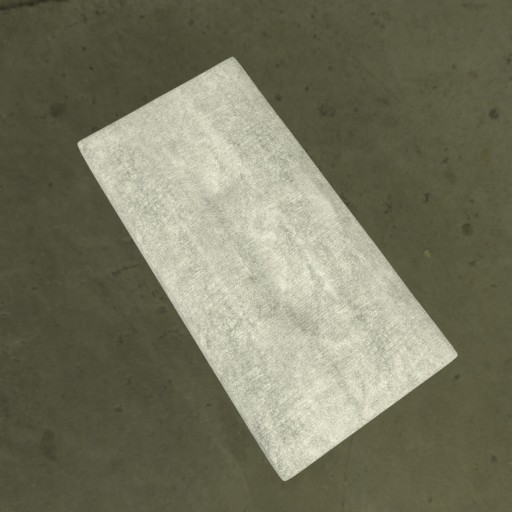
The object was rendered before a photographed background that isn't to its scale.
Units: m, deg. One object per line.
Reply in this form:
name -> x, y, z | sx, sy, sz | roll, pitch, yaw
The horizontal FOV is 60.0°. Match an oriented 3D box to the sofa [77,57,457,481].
sofa -> 0.000, 0.000, 1.141 | 0.480, 0.330, 0.930 | -32, 78, -8
